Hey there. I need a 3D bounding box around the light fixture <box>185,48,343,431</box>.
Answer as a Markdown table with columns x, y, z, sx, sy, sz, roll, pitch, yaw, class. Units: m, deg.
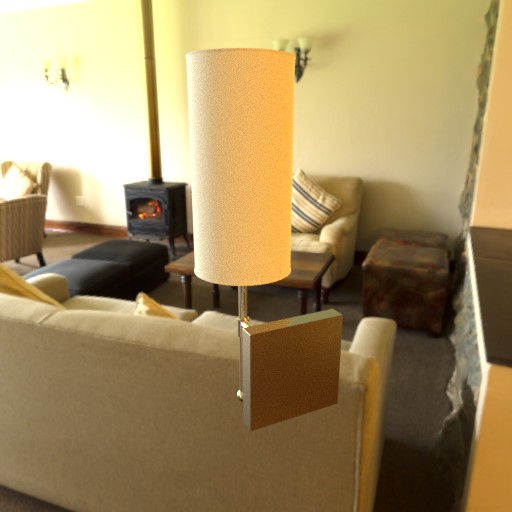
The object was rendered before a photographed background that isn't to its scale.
| x | y | z | sx | sy | sz | roll | pitch | yaw | class |
| --- | --- | --- | --- | --- | --- | --- | --- | --- | --- |
| 0.000 | 0.000 | 0.547 | 0.128 | 0.462 | 0.208 | -8 | 18 | -25 | light fixture |
